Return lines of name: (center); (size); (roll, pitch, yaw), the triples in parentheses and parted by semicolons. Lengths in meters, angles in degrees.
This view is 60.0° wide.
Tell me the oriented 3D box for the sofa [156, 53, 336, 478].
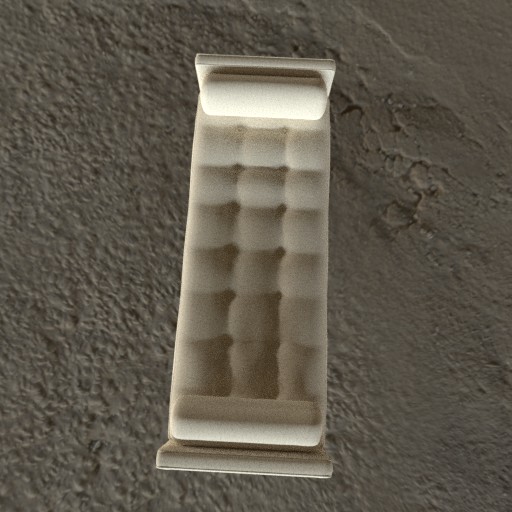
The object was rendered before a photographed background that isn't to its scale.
sofa: (0.000, 0.000, 2.324); (0.746, 0.641, 1.985); (3, 76, 1)
